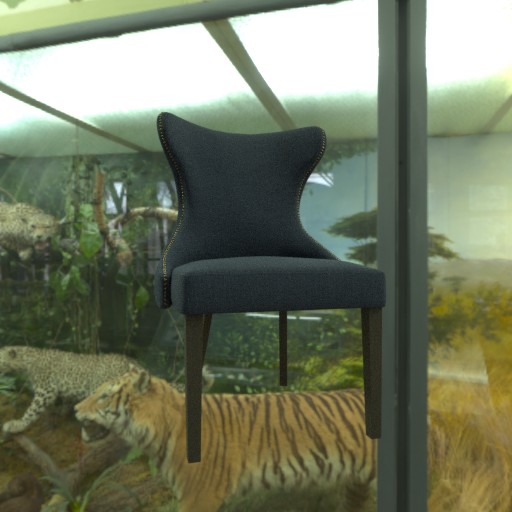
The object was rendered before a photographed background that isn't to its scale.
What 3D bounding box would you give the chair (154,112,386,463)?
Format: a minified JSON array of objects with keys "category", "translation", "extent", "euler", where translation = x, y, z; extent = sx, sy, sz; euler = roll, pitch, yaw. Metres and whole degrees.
[{"category":"chair","translation":[0.000,0.000,1.398],"extent":[0.628,0.967,0.635],"euler":[0,0,-16]}]
